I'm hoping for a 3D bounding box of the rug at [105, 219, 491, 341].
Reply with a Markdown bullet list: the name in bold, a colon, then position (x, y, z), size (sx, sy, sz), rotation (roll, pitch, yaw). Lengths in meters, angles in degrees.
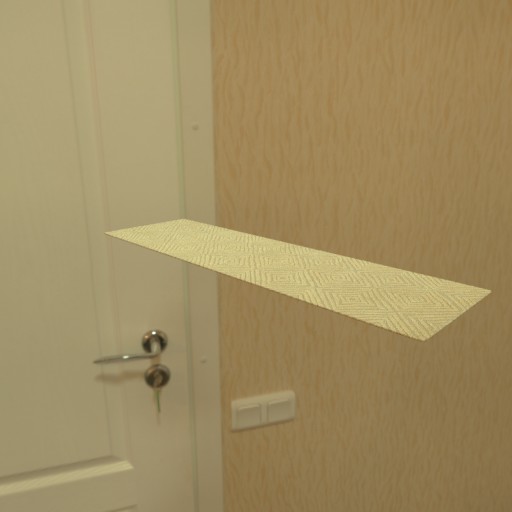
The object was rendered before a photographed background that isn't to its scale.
- **rug**: position (0.000, 0.000, 2.503), size (2.277, 0.008, 0.676), rotation (15, 22, 43)
